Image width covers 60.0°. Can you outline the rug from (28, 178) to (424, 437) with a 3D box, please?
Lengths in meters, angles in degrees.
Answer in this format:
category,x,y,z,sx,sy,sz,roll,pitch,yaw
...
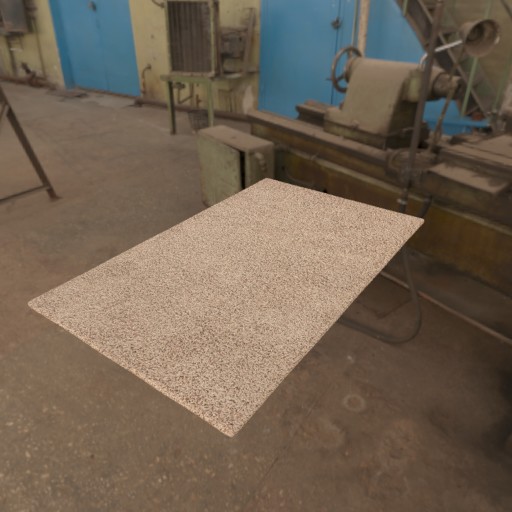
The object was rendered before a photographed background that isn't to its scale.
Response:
category,x,y,z,sx,sy,sz,roll,pitch,yaw
rug,0.000,0.000,3.035,1.524,0.030,2.438,21,37,30
